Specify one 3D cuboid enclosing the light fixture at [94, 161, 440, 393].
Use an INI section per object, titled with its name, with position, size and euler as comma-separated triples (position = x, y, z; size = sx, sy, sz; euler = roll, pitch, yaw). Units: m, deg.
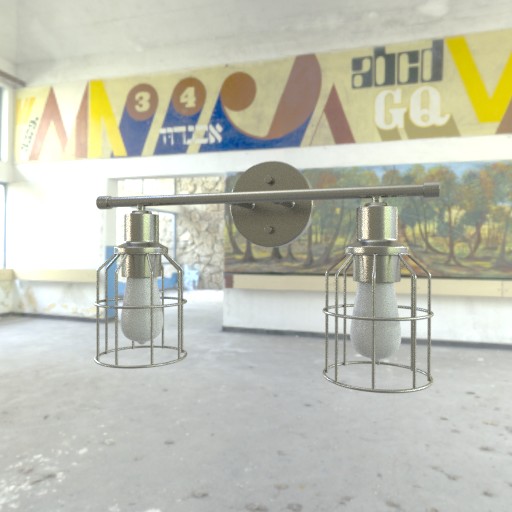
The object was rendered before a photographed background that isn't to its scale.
[light fixture]
position = 0.000, 0.000, 0.536
size = 0.406, 0.254, 0.165
euler = 0, 1, 18
